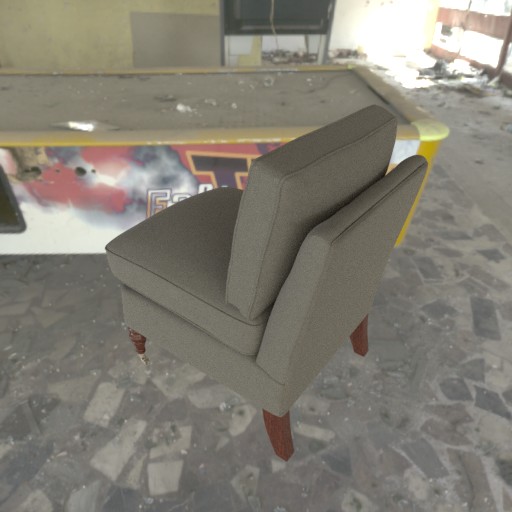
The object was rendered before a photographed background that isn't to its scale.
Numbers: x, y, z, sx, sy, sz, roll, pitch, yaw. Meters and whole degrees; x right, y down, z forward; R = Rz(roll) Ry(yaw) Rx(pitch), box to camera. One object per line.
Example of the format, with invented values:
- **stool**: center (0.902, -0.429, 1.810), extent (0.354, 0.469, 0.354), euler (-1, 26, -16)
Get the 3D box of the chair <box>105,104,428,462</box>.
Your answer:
- **chair**: center (0.000, 0.000, 1.649), extent (0.924, 1.045, 0.724), euler (21, 38, 30)
